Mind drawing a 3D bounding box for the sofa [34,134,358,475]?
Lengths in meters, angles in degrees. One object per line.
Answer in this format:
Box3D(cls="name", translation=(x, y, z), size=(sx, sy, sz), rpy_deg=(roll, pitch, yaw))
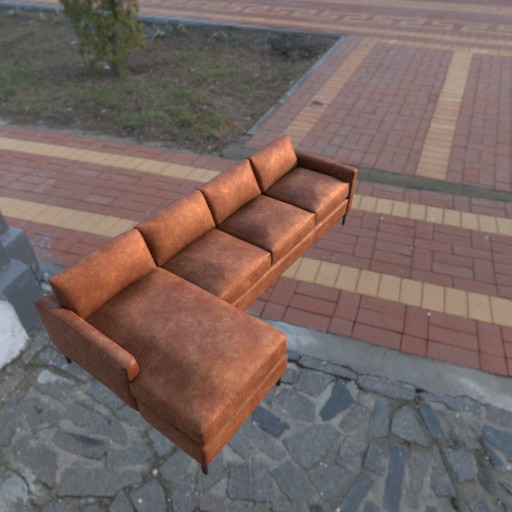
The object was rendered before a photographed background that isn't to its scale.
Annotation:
Box3D(cls="sofa", translation=(0.000, 0.000, 3.646), size=(1.471, 0.859, 2.993), rpy_deg=(25, 45, 27))
